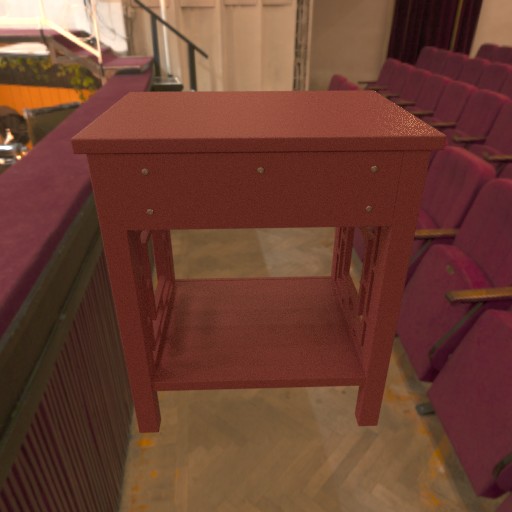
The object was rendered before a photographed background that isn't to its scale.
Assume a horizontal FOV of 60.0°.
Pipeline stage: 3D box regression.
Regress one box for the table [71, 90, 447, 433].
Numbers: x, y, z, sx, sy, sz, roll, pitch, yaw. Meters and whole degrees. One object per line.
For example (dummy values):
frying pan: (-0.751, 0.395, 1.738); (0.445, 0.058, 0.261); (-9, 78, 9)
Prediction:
table: (0.000, 0.000, 1.068); (0.599, 0.686, 0.451); (-1, 29, -2)
